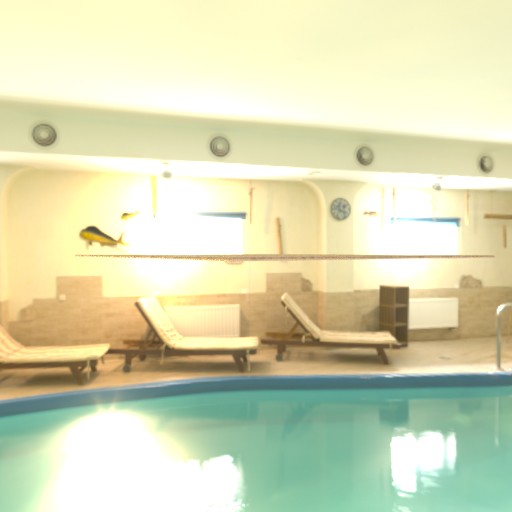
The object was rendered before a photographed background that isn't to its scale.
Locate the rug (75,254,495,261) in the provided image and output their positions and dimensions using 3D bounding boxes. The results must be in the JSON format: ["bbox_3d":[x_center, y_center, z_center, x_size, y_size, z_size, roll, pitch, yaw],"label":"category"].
[{"bbox_3d":[0.000,0.000,4.007,2.420,0.019,3.038,0,1,-35],"label":"rug"}]
